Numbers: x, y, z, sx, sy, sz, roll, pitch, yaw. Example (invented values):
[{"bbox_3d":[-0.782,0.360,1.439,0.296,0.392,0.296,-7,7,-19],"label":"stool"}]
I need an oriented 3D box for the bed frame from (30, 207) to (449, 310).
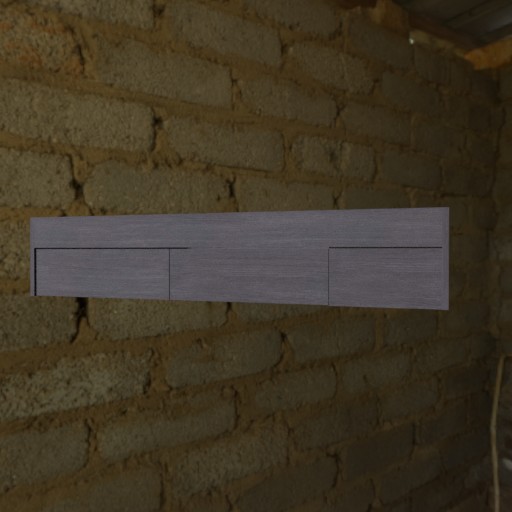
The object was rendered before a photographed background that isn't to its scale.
[{"bbox_3d":[0.000,0.000,2.656,1.944,0.459,1.448,0,1,16],"label":"bed frame"}]
